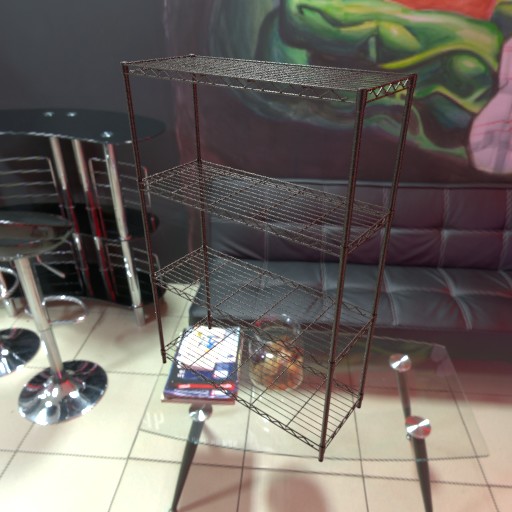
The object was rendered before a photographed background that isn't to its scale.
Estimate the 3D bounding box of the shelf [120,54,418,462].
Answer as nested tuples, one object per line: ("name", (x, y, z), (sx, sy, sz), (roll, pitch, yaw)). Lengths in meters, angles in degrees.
("shelf", (0.000, 0.000, 1.723), (0.907, 1.361, 0.352), (21, 36, 32))
